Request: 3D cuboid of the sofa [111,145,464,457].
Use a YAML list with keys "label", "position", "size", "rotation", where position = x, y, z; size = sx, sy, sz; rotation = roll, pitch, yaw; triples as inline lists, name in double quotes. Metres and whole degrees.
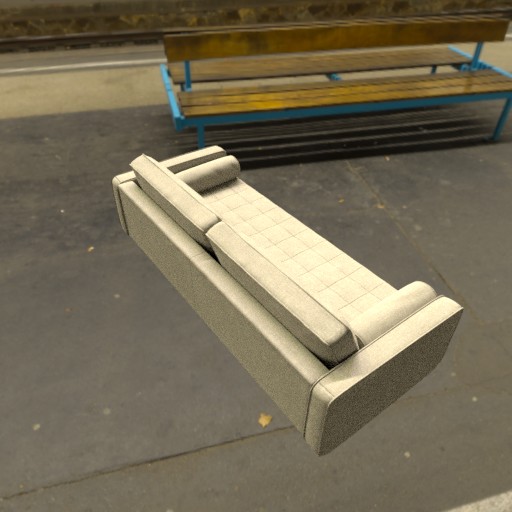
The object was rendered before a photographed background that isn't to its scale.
- label: "sofa"
  position: [0.000, 0.000, 2.710]
  size: [0.914, 0.762, 2.211]
  rotation: [-25, 46, -27]
